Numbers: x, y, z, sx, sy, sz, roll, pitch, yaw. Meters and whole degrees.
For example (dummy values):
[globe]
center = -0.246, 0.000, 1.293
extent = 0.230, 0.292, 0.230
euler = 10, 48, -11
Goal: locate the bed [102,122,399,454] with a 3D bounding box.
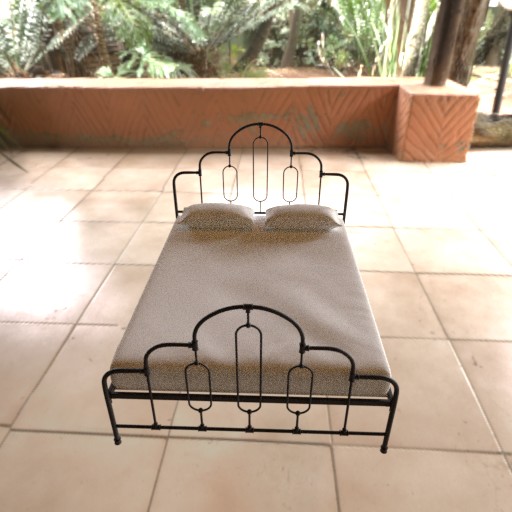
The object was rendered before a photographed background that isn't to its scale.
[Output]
[bed]
center = 0.000, 0.000, 3.230
extent = 1.640, 1.429, 2.163
euler = 1, 30, 2
